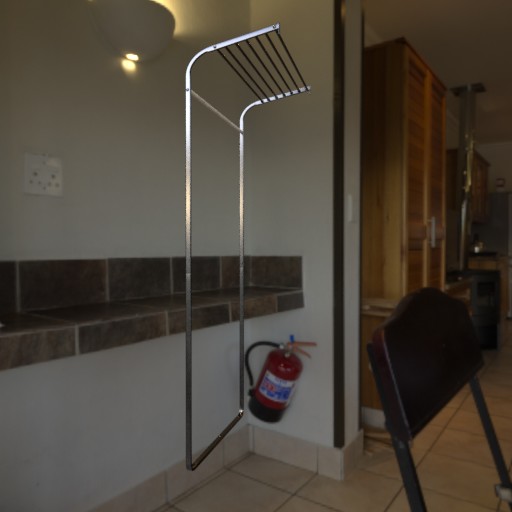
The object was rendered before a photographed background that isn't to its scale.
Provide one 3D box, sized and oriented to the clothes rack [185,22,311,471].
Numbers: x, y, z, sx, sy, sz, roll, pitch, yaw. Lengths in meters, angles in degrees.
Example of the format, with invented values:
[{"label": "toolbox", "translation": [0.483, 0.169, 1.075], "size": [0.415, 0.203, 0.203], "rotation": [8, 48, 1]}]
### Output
[{"label": "clothes rack", "translation": [0.000, 0.000, 1.834], "size": [0.349, 1.574, 0.609], "rotation": [0, 1, 17]}]
